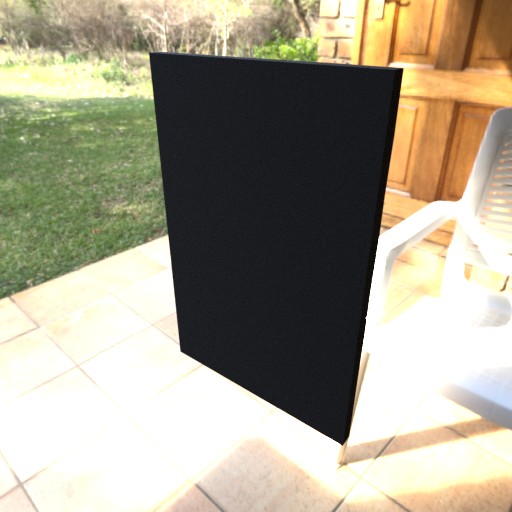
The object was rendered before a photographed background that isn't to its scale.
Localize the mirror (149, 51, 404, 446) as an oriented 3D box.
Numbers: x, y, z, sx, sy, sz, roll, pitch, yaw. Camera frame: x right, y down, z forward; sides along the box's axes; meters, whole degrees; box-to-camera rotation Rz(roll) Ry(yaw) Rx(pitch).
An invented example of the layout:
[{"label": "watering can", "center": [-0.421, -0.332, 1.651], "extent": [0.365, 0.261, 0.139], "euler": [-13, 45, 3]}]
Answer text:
[{"label": "mirror", "center": [0.000, 0.000, 1.119], "extent": [0.606, 0.912, 0.044], "euler": [20, 35, 32]}]
